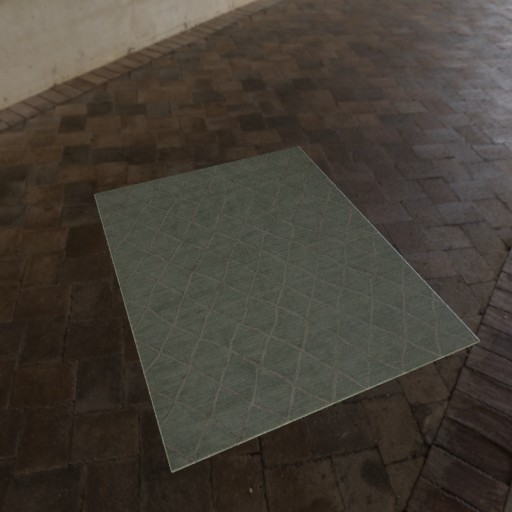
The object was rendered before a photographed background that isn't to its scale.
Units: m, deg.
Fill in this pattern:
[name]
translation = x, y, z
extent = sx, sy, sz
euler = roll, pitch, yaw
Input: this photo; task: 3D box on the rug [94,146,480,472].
[rug]
translation = 0.000, 0.000, 4.031
extent = 2.420, 0.019, 3.039
euler = -17, 47, -16
